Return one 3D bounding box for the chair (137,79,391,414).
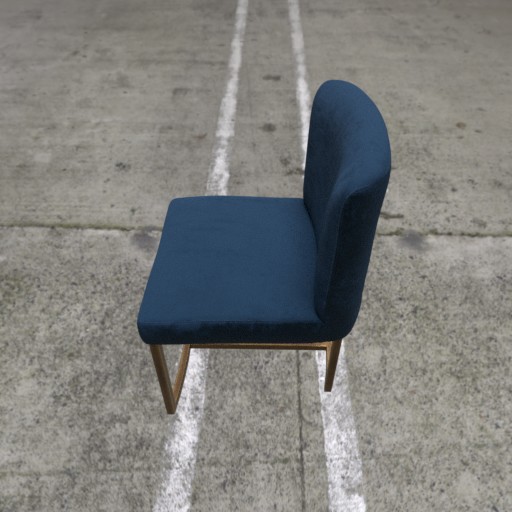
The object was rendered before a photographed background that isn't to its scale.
[{"bbox_3d":[0.000,0.000,1.217,0.560,0.824,0.530,1,42,1],"label":"chair"}]
